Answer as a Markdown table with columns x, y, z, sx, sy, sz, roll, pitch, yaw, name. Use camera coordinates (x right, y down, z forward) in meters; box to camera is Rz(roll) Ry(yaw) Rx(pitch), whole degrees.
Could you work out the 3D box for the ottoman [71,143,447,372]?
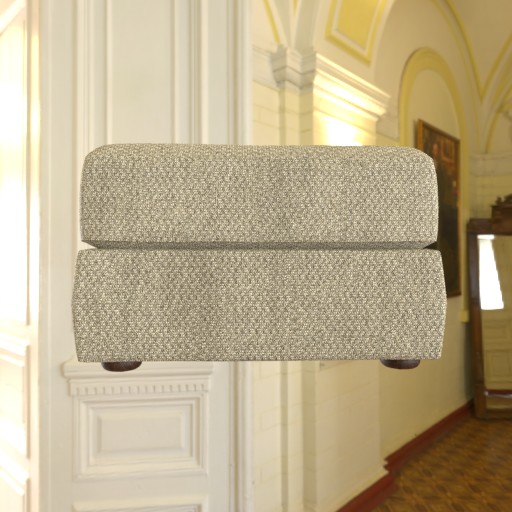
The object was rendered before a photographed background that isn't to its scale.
| x | y | z | sx | sy | sz | roll | pitch | yaw | name |
| --- | --- | --- | --- | --- | --- | --- | --- | --- | --- |
| 0.000 | 0.000 | 1.146 | 0.751 | 0.476 | 0.603 | 0 | -1 | -2 | ottoman |
